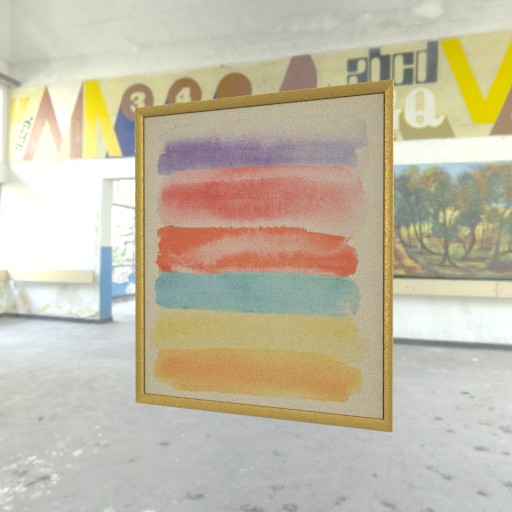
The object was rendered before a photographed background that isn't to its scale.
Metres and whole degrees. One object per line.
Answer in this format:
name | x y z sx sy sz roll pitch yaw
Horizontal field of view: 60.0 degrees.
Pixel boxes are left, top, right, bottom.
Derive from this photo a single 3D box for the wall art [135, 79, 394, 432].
wall art | 0.000 0.000 0.907 0.537 0.642 0.048 0 1 17
